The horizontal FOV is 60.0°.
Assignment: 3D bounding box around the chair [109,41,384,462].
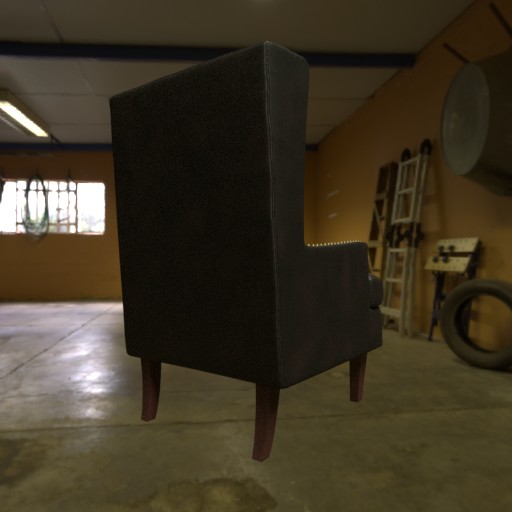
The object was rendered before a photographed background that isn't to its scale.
[{"bbox_3d":[0.000,0.000,1.637,0.703,1.142,0.799,0,0,37],"label":"chair"}]
